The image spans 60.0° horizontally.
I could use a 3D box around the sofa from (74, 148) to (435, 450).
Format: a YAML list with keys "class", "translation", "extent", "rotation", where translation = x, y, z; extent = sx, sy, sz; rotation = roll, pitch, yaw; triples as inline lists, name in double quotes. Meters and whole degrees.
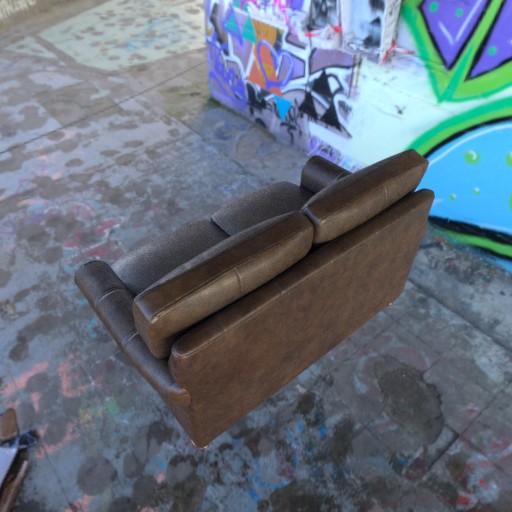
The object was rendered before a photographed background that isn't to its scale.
- class: "sofa"
  translation: [0.000, 0.000, 2.258]
  extent: [1.616, 0.976, 0.990]
  rotation: [-30, 51, -27]
